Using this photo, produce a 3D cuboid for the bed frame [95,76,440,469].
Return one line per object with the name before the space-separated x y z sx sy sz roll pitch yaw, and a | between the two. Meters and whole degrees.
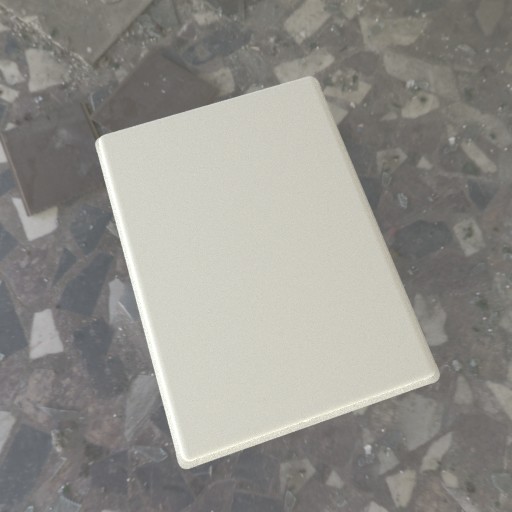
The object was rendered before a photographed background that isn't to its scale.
bed frame | 0.000 0.000 2.561 1.400 0.406 1.900 -18 76 -4
